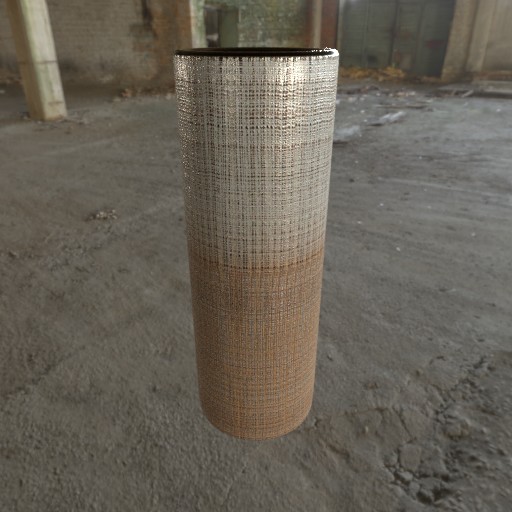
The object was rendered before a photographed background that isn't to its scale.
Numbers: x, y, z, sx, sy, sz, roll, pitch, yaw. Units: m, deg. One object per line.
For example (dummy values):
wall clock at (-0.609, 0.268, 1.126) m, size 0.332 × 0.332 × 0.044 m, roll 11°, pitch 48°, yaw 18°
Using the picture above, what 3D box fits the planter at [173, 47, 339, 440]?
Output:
planter at (0.000, 0.000, 0.328) m, size 0.099 × 0.278 × 0.099 m, roll 17°, pitch 31°, yaw 30°
